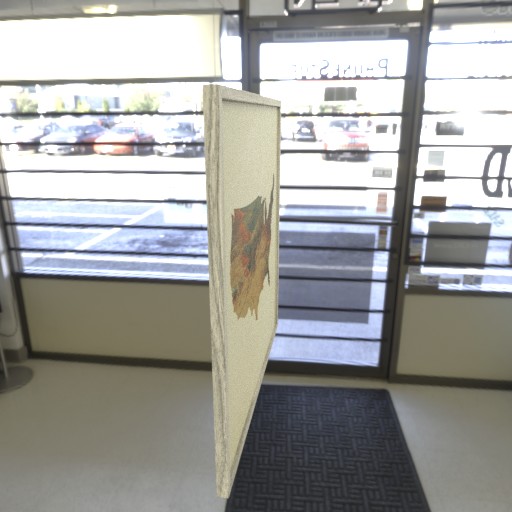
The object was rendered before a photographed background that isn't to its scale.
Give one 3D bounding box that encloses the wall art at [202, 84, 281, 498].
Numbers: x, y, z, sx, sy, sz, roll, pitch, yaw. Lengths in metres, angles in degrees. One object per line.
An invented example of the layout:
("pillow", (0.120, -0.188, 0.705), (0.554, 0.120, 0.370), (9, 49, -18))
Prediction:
("wall art", (0.000, 0.000, 0.743), (0.016, 0.507, 0.508), (3, 18, 9))
